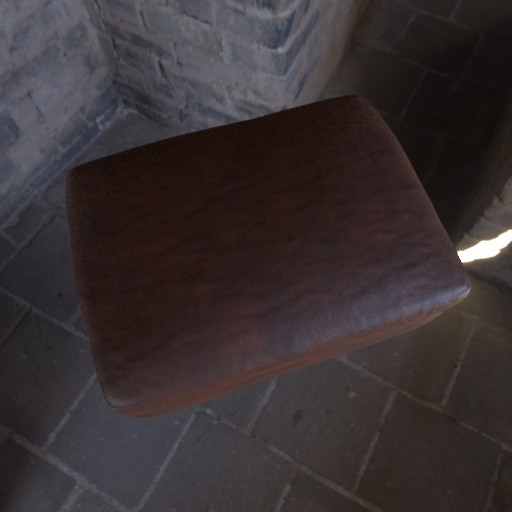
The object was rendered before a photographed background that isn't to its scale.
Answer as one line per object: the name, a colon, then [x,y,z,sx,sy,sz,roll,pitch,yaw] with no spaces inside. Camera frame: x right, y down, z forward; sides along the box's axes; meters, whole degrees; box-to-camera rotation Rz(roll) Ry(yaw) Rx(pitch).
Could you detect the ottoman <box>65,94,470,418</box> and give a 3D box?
ottoman: [0.000,0.000,1.242,0.887,0.527,0.659,-17,67,-8]
